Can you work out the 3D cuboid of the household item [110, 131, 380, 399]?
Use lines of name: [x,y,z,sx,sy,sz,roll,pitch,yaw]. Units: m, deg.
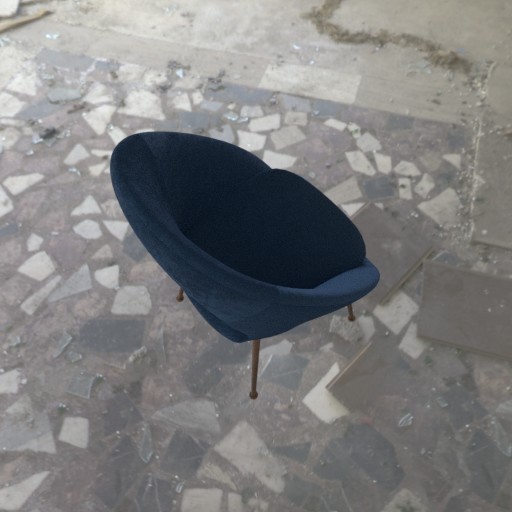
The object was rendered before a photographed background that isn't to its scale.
household item: [0.000,0.000,1.248,0.573,0.852,0.623,-33,64,-19]
